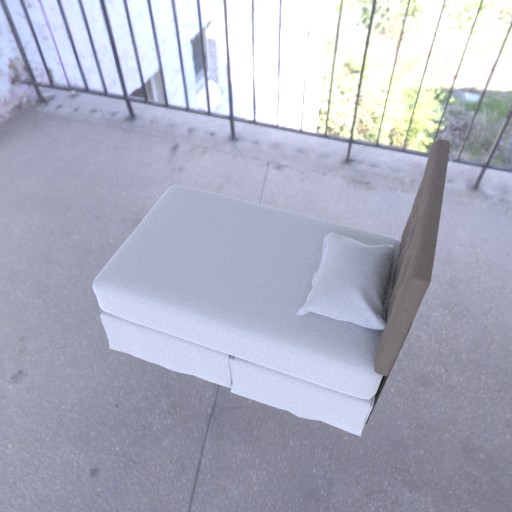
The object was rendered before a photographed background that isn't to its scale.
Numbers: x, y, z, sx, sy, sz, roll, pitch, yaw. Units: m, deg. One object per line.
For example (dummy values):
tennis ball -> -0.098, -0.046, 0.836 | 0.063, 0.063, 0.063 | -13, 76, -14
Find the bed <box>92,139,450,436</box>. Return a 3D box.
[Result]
bed -> 0.000, 0.000, 2.991 | 1.997, 1.571, 1.261 | 15, 49, 14
